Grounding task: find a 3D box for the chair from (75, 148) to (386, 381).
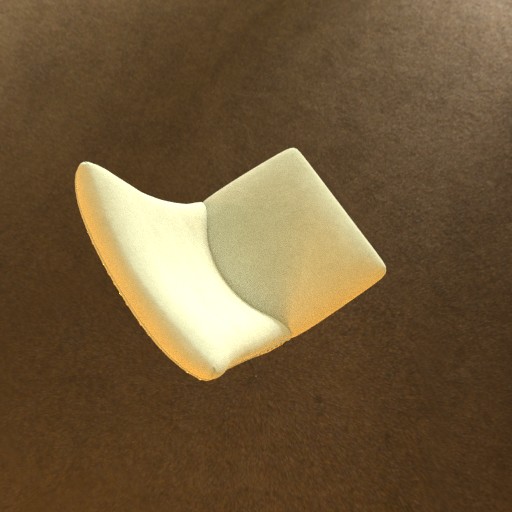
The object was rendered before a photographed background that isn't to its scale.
[{"bbox_3d":[0.000,0.000,1.246,0.610,0.902,0.495,-32,77,-8],"label":"chair"}]
